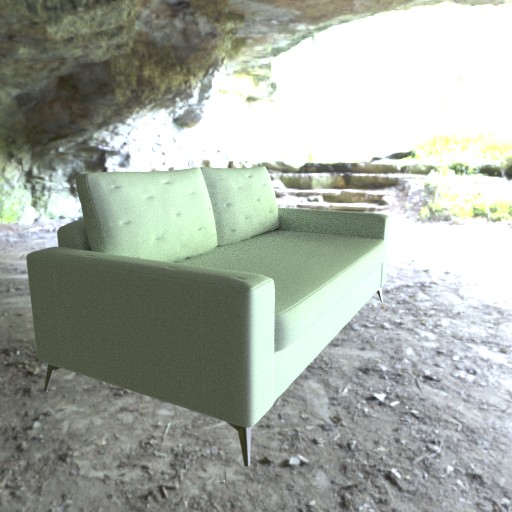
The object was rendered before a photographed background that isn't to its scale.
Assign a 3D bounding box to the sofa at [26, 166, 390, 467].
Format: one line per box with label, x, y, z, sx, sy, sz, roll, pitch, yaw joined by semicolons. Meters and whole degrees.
sofa;0.000;0.000;2.026;0.920;0.790;1.650;7;14;28
